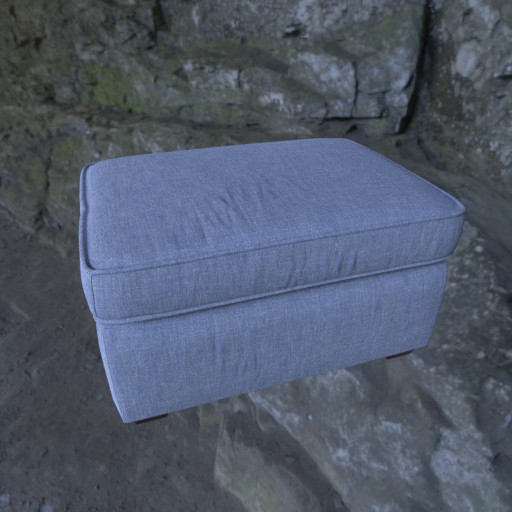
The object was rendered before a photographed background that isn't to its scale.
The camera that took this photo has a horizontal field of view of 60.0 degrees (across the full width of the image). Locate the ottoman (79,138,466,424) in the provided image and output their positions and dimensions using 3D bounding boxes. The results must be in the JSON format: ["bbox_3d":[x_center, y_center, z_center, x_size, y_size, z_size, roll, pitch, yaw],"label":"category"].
[{"bbox_3d":[0.000,0.000,1.091,0.762,0.457,0.559,-10,32,-16],"label":"ottoman"}]
